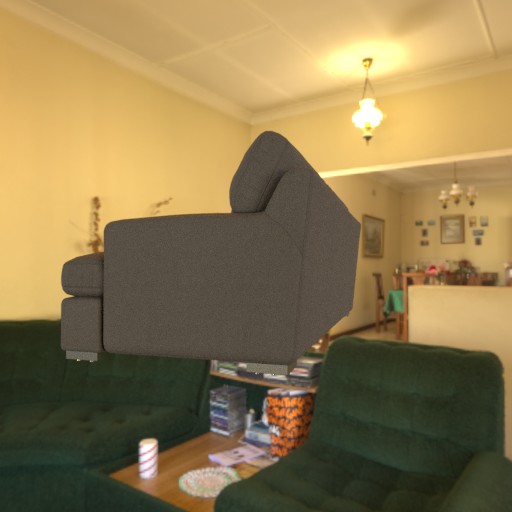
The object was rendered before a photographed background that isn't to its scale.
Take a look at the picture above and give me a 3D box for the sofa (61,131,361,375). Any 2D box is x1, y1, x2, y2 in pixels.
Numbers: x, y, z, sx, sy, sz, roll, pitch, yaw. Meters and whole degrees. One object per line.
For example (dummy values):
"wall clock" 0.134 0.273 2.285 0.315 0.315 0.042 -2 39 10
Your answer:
"sofa" 0.000 0.000 2.818 1.140 0.950 2.271 0 -1 18
